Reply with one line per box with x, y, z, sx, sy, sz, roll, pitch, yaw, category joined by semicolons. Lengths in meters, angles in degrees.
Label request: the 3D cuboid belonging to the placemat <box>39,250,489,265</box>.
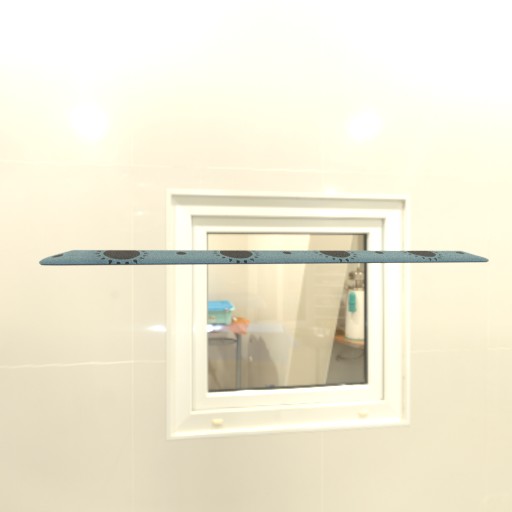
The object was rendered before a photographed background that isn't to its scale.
0.000;0.000;0.931;0.762;0.021;0.508;0;0;-17;placemat
